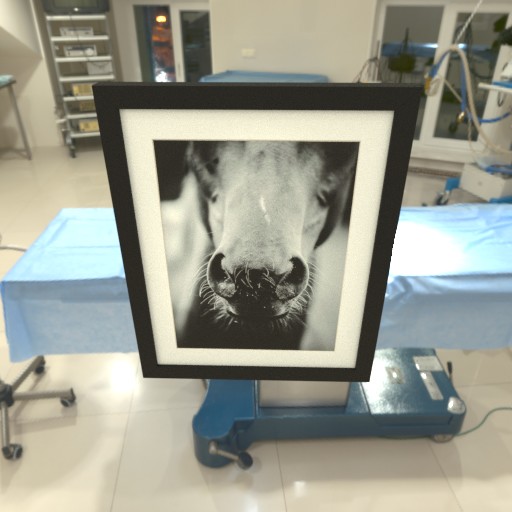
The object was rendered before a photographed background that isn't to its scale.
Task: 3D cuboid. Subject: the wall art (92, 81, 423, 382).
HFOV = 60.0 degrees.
[{"bbox_3d":[0.000,0.000,0.552,0.329,0.404,0.024,1,30,1],"label":"wall art"}]
